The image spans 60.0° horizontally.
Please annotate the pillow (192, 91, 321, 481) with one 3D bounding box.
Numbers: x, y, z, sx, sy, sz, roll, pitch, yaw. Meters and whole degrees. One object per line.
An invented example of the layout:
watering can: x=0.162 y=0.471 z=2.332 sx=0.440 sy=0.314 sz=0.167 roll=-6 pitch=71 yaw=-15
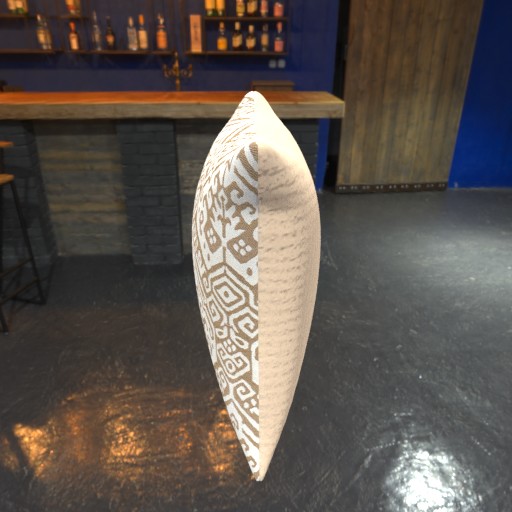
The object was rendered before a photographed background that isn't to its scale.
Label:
pillow: x=0.000 y=0.000 z=0.636 sx=0.173 sy=0.407 sz=0.419 roll=0 pitch=26 yaw=-1
